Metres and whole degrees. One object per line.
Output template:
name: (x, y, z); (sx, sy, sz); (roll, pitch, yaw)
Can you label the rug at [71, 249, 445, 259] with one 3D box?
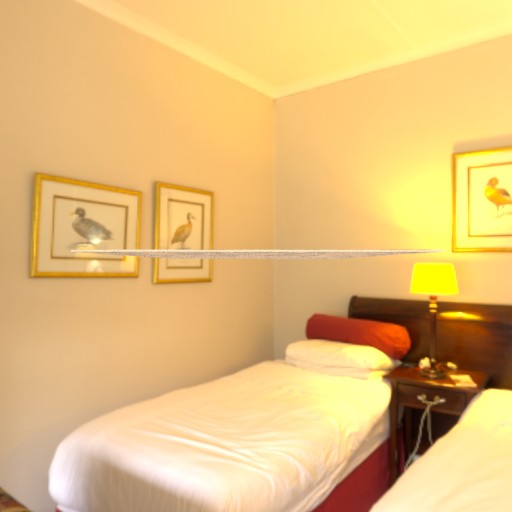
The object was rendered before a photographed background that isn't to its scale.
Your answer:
rug: (0.000, 0.000, 2.926); (1.522, 0.008, 2.284); (0, -1, 0)
